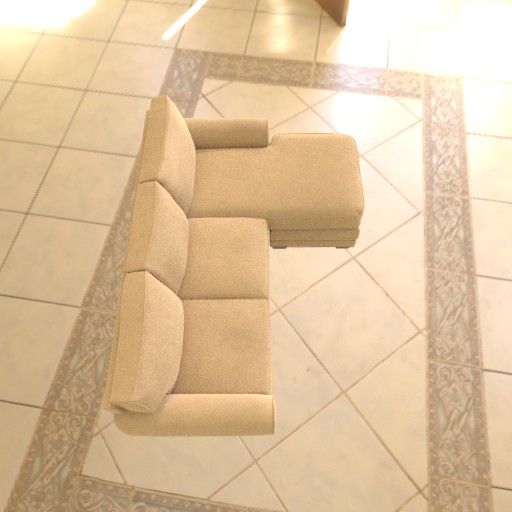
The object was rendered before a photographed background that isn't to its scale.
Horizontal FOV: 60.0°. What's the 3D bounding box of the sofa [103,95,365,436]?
[{"bbox_3d":[0.000,0.000,2.330,1.226,0.734,1.770,0,63,0],"label":"sofa"}]
